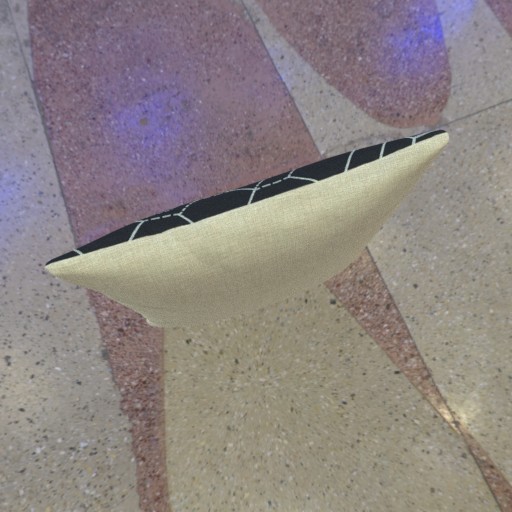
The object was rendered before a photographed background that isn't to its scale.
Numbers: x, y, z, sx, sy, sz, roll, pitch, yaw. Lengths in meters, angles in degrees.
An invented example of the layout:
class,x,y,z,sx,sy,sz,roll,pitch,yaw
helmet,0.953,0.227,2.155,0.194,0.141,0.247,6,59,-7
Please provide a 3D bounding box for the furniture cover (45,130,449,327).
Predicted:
class,x,y,z,sx,sy,sz,roll,pitch,yaw
furniture cover,0.000,0.000,0.774,0.517,0.508,0.158,-19,75,-5
